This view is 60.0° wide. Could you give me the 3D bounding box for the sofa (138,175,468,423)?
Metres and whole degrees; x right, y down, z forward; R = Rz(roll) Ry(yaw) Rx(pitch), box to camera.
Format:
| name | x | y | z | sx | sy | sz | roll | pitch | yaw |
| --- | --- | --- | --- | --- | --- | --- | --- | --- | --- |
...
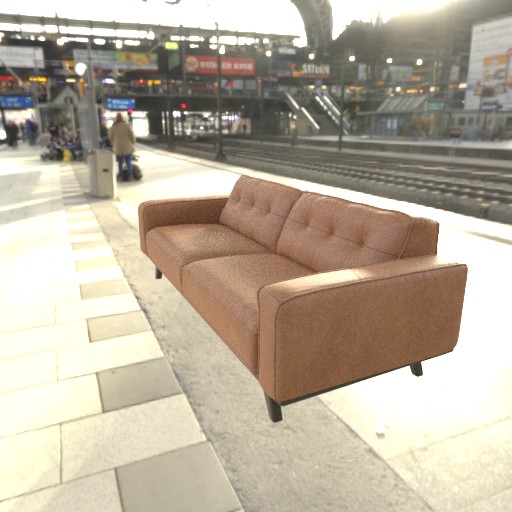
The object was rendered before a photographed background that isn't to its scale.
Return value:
| name | x | y | z | sx | sy | sz | roll | pitch | yaw |
| --- | --- | --- | --- | --- | --- | --- | --- | --- | --- |
| sofa | 0.000 | 0.000 | 2.686 | 0.953 | 0.780 | 2.270 | -8 | 18 | -25 |
